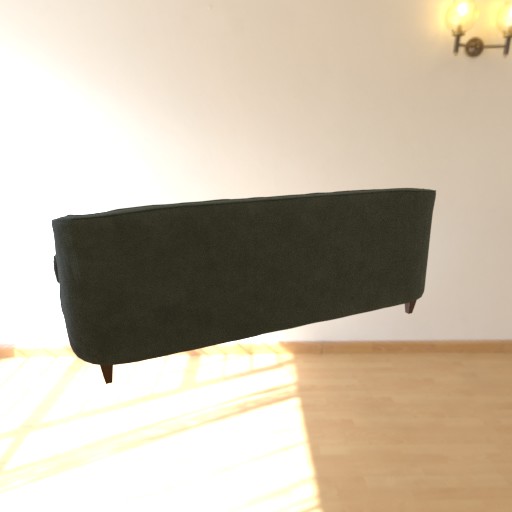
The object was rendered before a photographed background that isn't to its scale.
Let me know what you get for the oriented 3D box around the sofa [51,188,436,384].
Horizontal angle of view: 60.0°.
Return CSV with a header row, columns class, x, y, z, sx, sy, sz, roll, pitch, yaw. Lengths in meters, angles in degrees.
class,x,y,z,sx,sy,sz,roll,pitch,yaw
sofa,0.000,0.000,2.755,2.278,0.855,0.941,-8,17,-25
